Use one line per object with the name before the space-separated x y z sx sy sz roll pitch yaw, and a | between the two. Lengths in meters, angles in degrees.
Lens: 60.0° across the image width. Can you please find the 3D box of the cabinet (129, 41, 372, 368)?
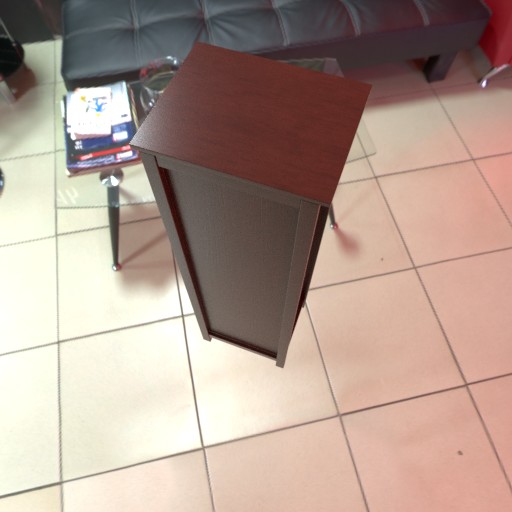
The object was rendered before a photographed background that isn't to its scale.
cabinet | 0.000 0.000 1.775 0.500 1.518 0.401 18 63 9
